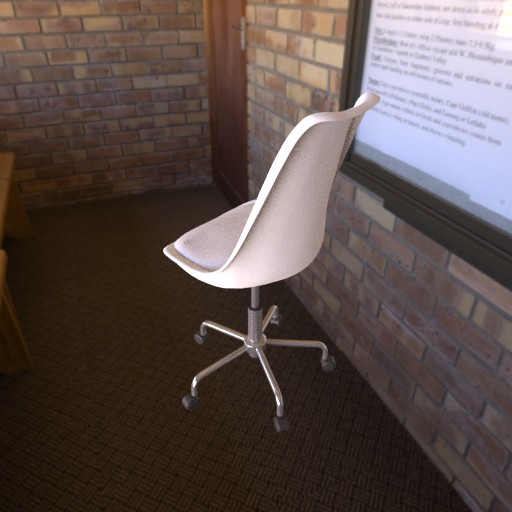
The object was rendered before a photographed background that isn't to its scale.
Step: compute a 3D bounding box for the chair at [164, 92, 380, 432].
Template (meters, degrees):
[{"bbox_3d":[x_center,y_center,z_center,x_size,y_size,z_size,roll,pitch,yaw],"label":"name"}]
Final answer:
[{"bbox_3d":[0.000,0.000,1.302,0.550,0.930,0.550,21,37,30],"label":"chair"}]
